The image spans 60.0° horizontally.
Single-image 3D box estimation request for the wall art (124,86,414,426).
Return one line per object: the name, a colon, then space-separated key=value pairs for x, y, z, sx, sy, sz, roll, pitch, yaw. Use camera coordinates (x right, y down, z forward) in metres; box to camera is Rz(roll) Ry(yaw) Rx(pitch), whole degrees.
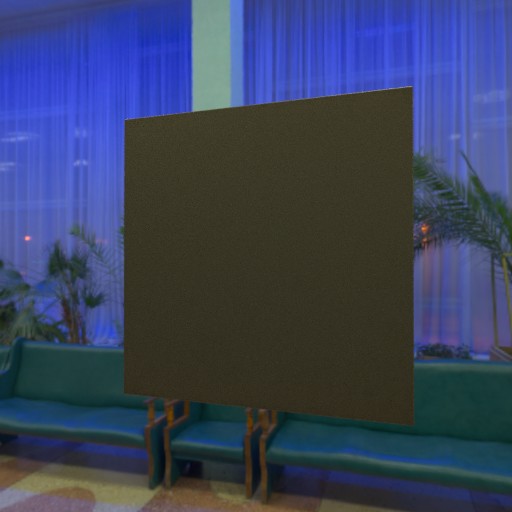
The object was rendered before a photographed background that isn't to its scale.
wall art: x=0.000 y=0.000 z=0.752 sx=0.503 sy=0.506 sz=0.031 roll=0 pitch=-1 yaw=18
